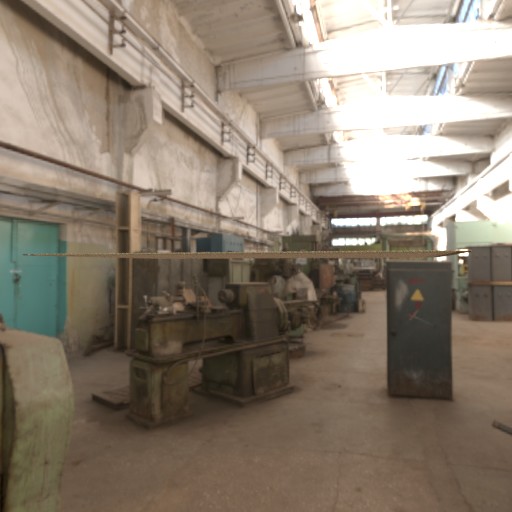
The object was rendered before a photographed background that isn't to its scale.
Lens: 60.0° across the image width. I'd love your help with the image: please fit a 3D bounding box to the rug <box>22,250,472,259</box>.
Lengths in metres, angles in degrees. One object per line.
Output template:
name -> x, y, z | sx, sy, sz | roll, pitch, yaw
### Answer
rug -> 0.000, 0.000, 2.992 | 2.435, 0.010, 1.544 | 0, -1, 17
